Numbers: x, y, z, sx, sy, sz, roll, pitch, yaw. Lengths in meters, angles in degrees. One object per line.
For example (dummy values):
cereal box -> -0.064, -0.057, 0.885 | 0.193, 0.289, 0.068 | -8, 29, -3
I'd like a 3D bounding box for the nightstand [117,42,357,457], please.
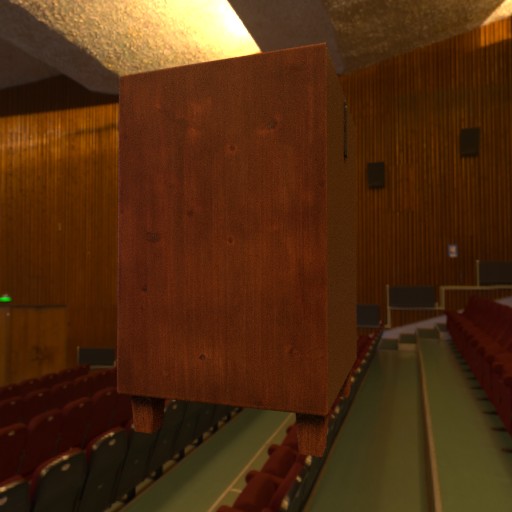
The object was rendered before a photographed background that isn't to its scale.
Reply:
nightstand -> 0.000, 0.000, 1.009 | 0.410, 0.695, 0.465 | 0, -1, 19
